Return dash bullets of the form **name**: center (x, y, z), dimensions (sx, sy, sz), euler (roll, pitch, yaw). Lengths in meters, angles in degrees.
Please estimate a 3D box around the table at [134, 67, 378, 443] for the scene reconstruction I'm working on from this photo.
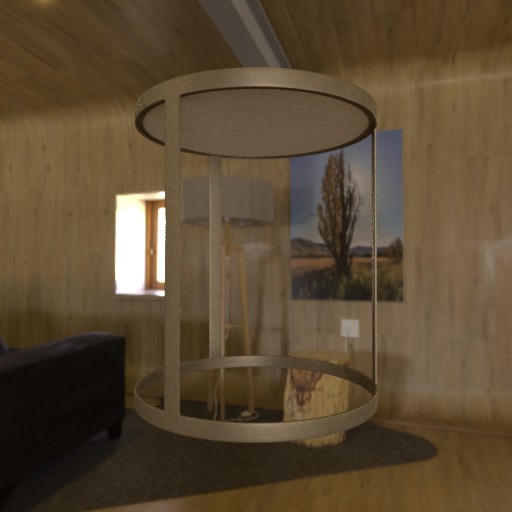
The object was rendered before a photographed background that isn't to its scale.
- **table**: center (0.000, 0.000, 0.906), dimensions (0.480, 0.565, 0.480), euler (0, -1, 0)
